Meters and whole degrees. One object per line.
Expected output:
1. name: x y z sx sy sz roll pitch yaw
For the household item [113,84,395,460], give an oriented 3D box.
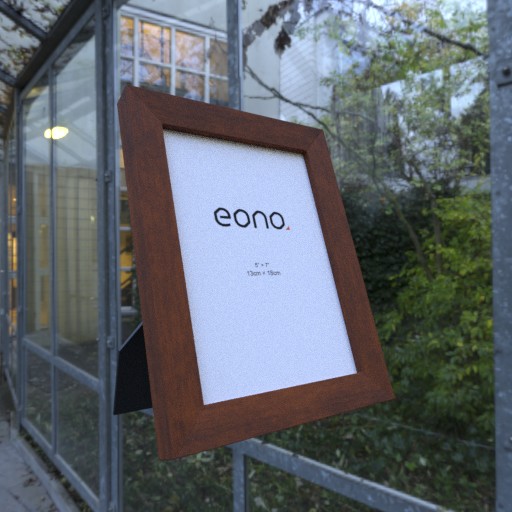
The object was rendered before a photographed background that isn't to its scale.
1. household item: 0.000 0.000 0.292 0.160 0.204 0.096 0 -1 -35
